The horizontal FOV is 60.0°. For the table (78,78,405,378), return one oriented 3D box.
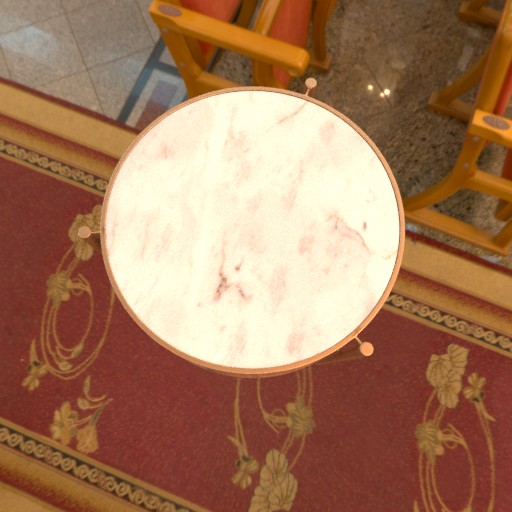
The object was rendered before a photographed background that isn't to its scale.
[{"bbox_3d":[0.000,0.000,0.852,0.430,0.493,0.456,22,75,6],"label":"table"}]
